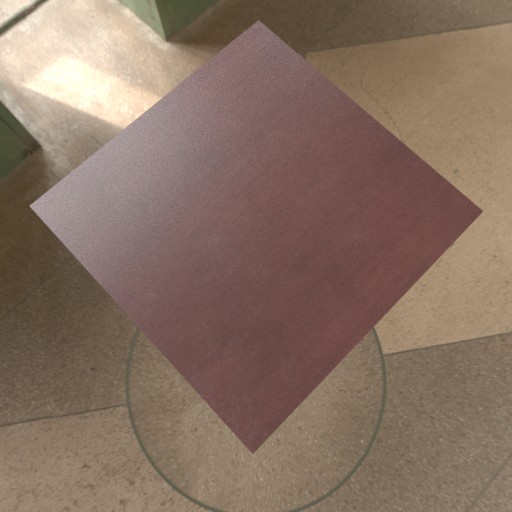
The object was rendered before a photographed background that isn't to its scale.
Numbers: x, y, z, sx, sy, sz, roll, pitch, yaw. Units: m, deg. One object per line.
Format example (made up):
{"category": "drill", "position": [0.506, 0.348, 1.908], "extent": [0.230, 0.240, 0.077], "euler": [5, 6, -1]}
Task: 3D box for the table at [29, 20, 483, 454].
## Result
{"category": "table", "position": [0.000, 0.000, 1.666], "extent": [0.861, 0.991, 0.861], "euler": [-43, 79, -10]}
